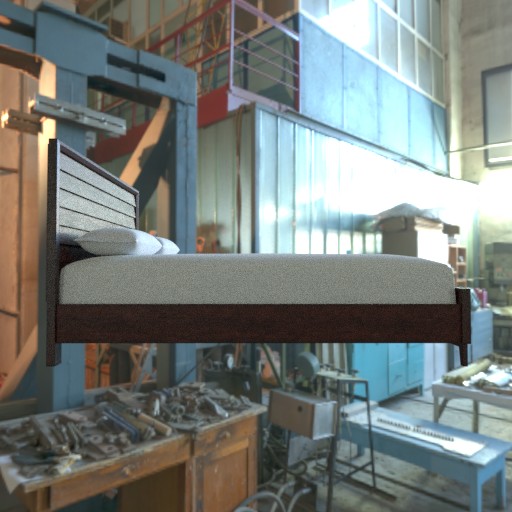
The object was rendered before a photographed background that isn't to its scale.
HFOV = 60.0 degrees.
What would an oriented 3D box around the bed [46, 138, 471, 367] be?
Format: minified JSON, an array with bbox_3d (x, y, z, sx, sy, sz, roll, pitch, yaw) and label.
[{"bbox_3d":[0.000,0.000,3.909,2.803,1.492,2.040,0,-1,0],"label":"bed"}]
